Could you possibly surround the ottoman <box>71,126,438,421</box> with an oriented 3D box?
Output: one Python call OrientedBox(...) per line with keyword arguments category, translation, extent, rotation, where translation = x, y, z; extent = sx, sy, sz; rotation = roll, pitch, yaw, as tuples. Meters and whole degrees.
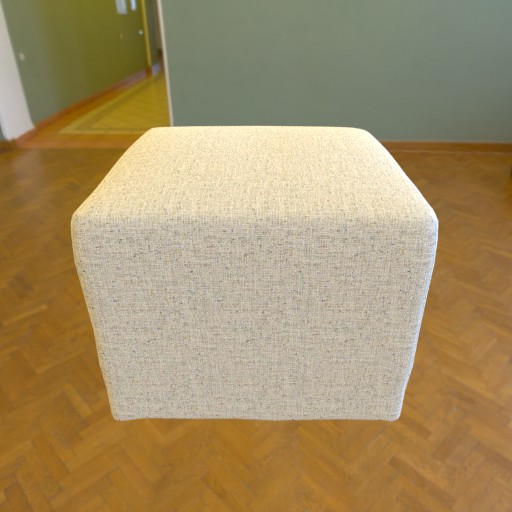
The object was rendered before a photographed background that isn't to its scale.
OrientedBox(category="ottoman", translation=(0.000, 0.000, 0.904), extent=(0.521, 0.453, 0.512), rotation=(0, 30, 0))
